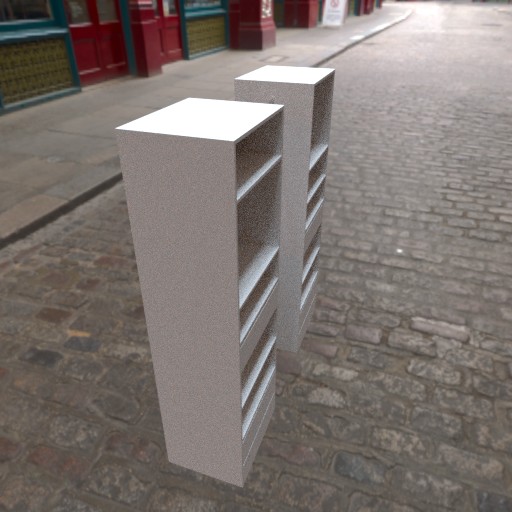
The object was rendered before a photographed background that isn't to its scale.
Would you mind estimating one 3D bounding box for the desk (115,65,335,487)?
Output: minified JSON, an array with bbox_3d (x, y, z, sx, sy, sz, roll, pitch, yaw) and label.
[{"bbox_3d":[0.000,0.000,2.812,0.480,2.000,1.770,10,32,17],"label":"desk"}]
